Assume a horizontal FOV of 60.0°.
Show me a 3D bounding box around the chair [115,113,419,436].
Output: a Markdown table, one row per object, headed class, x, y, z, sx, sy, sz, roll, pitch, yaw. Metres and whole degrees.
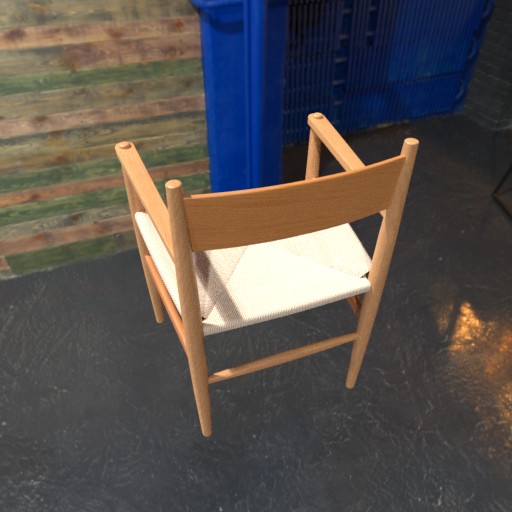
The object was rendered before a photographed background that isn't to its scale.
| class | x | y | z | sx | sy | sz | roll | pitch | yaw |
| --- | --- | --- | --- | --- | --- | --- | --- | --- | --- |
| chair | 0.000 | 0.000 | 1.128 | 0.556 | 0.762 | 0.495 | -13 | 42 | -15 |
